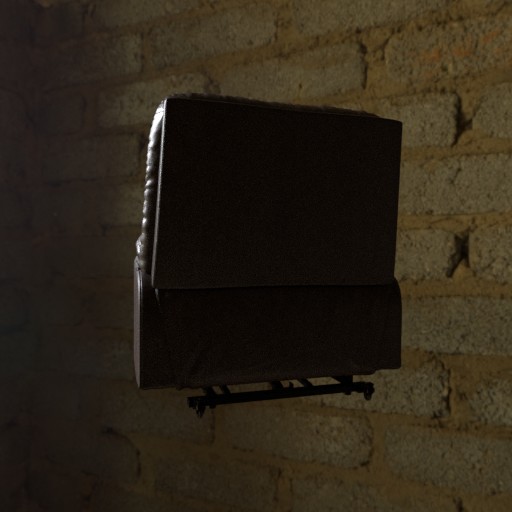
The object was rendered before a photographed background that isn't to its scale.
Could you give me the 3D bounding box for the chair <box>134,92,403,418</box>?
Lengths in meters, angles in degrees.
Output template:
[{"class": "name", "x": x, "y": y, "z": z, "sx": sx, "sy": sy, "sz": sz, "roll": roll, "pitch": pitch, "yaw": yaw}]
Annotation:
[{"class": "chair", "x": 0.000, "y": 0.000, "z": 1.779, "sx": 0.940, "sy": 1.041, "sz": 0.879, "roll": 0, "pitch": 0, "yaw": -17}]
